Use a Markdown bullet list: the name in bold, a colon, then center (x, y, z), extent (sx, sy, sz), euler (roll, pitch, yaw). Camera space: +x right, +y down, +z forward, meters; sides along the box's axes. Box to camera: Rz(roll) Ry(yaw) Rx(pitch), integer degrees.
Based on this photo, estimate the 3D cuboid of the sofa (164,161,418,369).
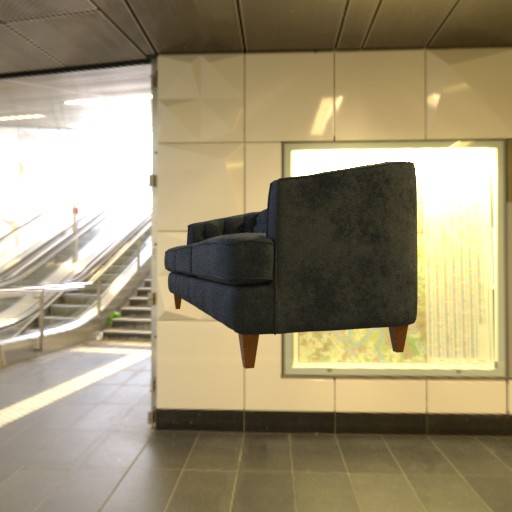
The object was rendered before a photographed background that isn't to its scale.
- **sofa**: center (0.000, 0.000, 2.767), extent (0.941, 0.855, 2.278), euler (0, -1, -17)
